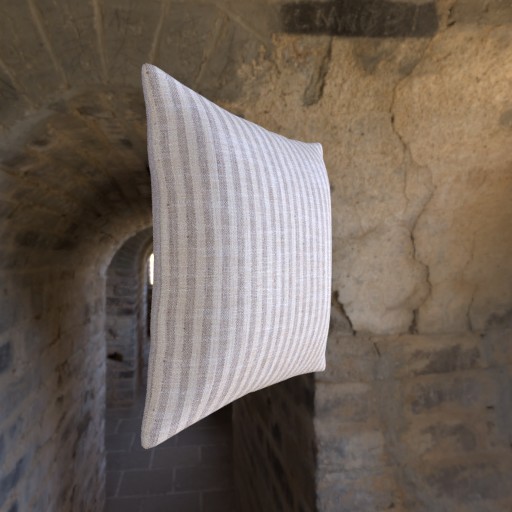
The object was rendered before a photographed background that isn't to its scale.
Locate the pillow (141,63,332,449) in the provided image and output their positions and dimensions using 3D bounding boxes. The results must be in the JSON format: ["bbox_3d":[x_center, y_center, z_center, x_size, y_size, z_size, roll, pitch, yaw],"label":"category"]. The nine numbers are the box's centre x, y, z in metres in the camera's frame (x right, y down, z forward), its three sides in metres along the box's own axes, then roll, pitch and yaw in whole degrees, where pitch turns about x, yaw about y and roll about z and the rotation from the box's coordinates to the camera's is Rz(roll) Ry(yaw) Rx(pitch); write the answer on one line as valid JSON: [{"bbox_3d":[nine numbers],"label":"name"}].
[{"bbox_3d":[0.000,0.000,0.787,0.166,0.510,0.523,0,0,35],"label":"pillow"}]
